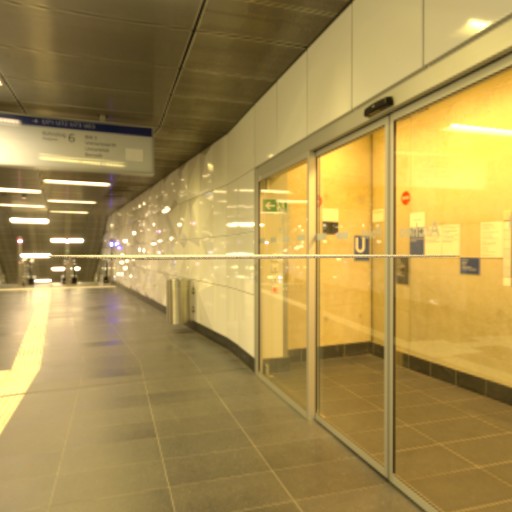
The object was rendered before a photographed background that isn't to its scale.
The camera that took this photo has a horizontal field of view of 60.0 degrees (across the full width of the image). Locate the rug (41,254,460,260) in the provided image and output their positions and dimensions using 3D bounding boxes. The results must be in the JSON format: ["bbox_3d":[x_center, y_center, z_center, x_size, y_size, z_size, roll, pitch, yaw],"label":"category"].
[{"bbox_3d":[0.000,0.000,2.847,2.233,0.011,1.514,0,1,-37],"label":"rug"}]
